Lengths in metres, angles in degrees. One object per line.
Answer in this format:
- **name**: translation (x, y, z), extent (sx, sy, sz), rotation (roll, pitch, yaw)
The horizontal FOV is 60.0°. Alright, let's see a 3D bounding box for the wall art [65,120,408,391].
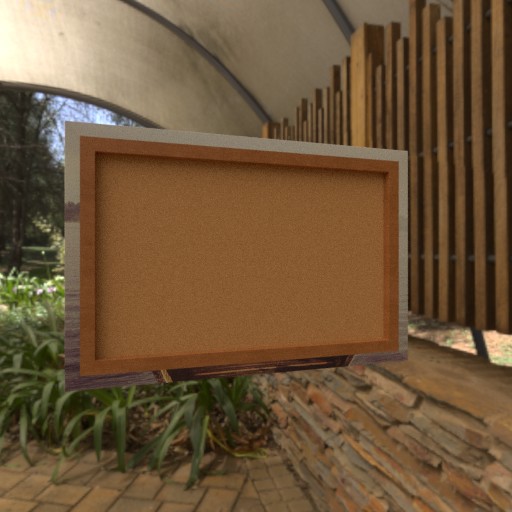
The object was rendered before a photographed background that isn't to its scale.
- **wall art**: translation (0.000, 0.000, 1.155), extent (0.916, 0.609, 0.037), rotation (0, 0, -19)
